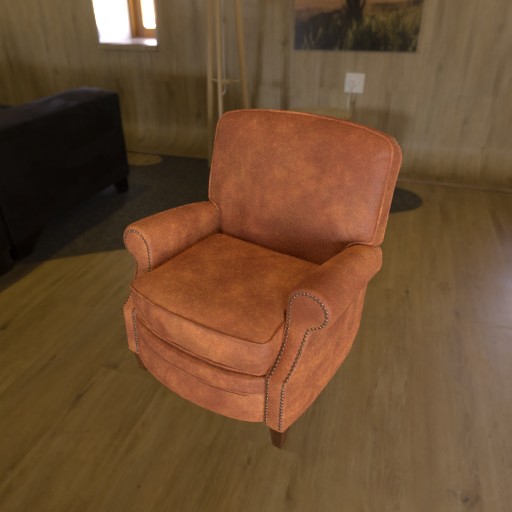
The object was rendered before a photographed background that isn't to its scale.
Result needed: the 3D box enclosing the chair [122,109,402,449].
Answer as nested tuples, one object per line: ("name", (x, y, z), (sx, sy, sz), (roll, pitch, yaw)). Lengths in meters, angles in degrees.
("chair", (0.000, 0.000, 1.792), (0.936, 1.018, 0.986), (19, 35, 29))
